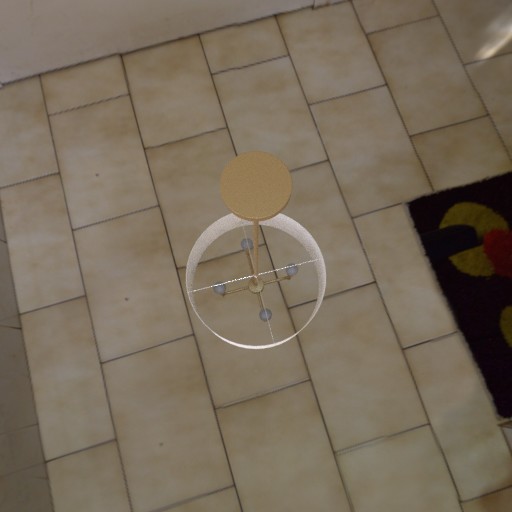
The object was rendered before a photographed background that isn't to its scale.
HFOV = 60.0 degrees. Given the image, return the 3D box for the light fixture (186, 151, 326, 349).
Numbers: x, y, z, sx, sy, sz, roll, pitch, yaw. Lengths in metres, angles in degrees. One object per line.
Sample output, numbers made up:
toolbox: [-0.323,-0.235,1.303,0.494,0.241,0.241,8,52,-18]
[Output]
light fixture: [0.000,0.000,1.341,0.508,1.067,0.508,0,75,0]
